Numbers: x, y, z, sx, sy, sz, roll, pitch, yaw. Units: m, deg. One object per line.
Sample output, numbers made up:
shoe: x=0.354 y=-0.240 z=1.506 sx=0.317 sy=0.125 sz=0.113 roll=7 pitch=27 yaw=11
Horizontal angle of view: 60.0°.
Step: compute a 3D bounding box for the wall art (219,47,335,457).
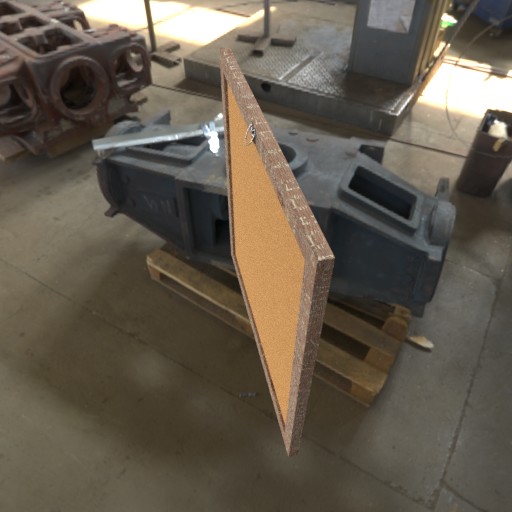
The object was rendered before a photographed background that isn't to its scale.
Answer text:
wall art: x=0.000 y=0.000 z=0.574 sx=0.022 sy=0.380 sz=0.380 roll=-10 pitch=47 yaw=-9
